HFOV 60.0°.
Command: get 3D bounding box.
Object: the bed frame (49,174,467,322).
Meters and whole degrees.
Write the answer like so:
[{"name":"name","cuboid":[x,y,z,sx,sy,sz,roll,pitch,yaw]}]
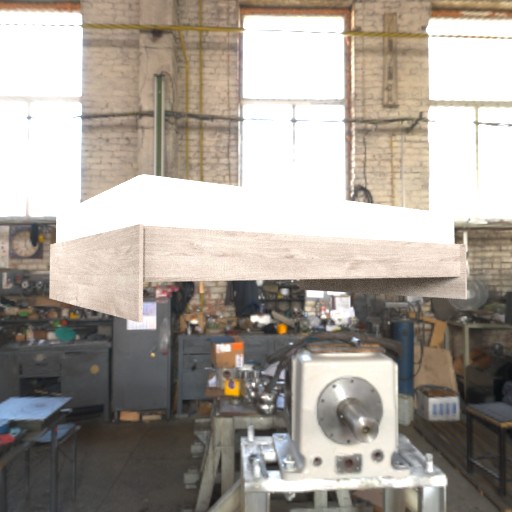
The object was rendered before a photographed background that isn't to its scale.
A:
[{"name":"bed frame","cuboid":[0.000,0.000,2.580,1.945,0.497,1.445,1,-2,-35]}]
